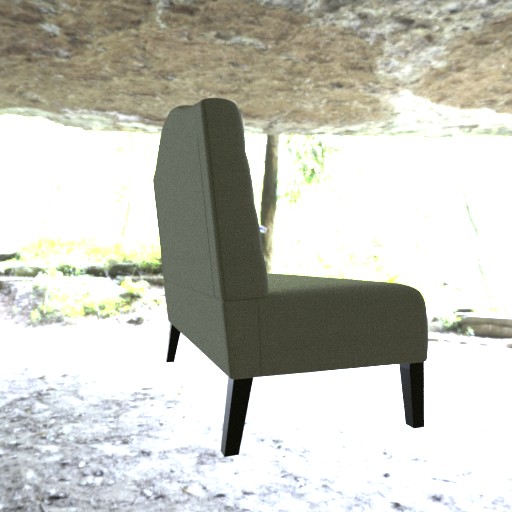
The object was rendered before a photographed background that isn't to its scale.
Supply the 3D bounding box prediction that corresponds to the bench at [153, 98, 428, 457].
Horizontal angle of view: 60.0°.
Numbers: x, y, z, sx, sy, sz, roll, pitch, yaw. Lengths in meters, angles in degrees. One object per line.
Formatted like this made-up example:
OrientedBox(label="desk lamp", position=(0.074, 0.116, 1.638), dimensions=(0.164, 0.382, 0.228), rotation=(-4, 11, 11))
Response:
OrientedBox(label="bench", position=(0.000, 0.000, 2.005), dimensions=(0.815, 1.180, 1.335), rotation=(0, -1, -19))
